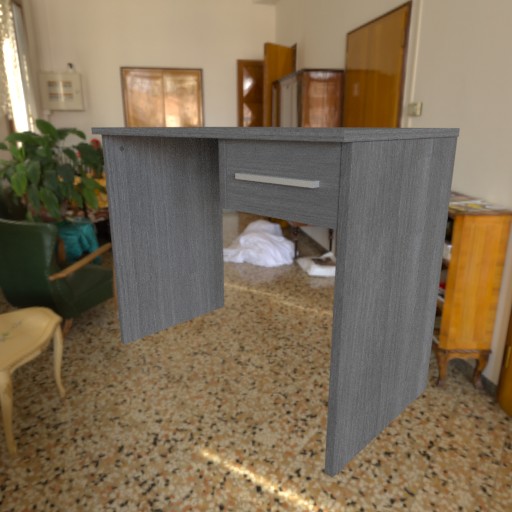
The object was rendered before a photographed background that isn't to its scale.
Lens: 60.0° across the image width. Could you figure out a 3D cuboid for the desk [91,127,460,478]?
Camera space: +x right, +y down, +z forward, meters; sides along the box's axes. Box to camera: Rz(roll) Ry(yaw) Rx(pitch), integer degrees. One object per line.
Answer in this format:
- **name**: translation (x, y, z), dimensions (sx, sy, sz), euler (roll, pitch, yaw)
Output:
- **desk**: translation (0.000, 0.000, 1.303), dimensions (0.893, 0.724, 0.498), euler (15, 22, 42)
